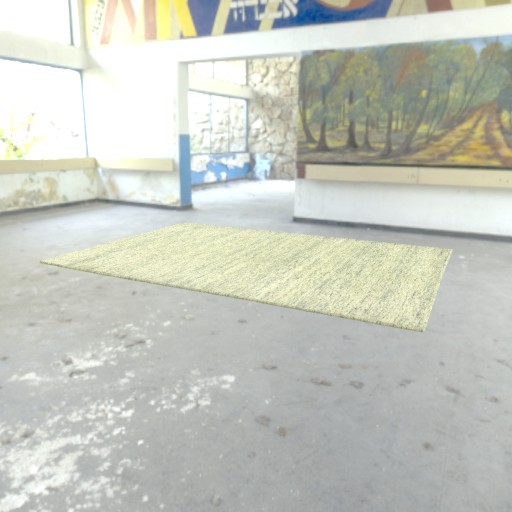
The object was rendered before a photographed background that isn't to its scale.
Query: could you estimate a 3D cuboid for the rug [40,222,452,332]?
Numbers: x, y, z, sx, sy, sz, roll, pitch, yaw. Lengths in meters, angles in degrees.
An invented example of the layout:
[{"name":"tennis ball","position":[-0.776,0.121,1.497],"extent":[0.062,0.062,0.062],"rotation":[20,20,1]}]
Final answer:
[{"name":"rug","position":[0.000,0.000,2.362],"extent":[1.846,0.014,1.243],"rotation":[7,16,26]}]
